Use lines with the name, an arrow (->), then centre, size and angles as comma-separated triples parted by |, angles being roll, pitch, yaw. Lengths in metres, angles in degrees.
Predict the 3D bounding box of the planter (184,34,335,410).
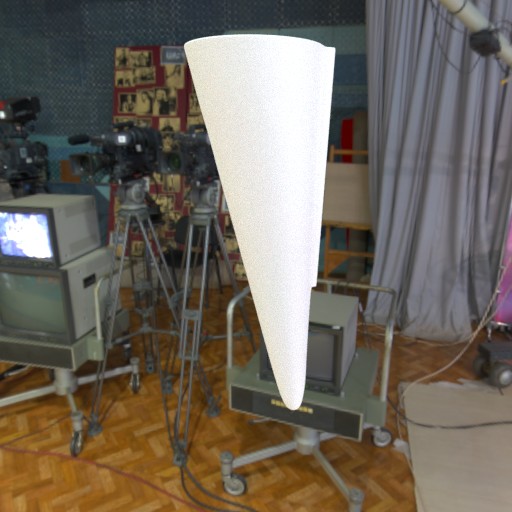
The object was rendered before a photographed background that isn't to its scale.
planter -> 0.000, 0.000, 0.224 | 0.064, 0.193, 0.057 | -8, 18, -25
